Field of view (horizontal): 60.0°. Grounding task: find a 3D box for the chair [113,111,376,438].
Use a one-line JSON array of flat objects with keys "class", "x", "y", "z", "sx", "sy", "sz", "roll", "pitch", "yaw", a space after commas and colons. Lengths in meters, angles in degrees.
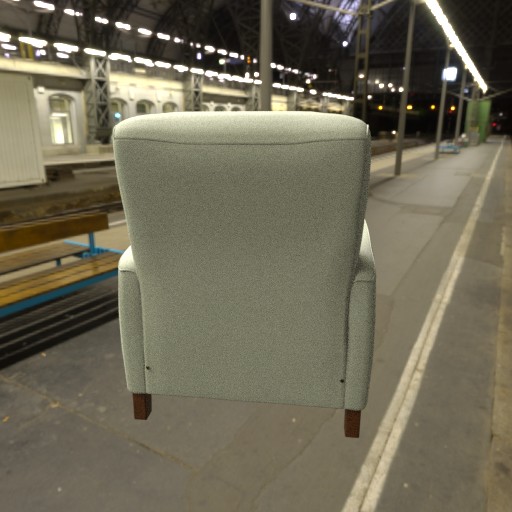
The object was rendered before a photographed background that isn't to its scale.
[{"class": "chair", "x": 0.000, "y": 0.000, "z": 1.659, "sx": 0.853, "sy": 1.007, "sz": 0.846, "roll": 2, "pitch": 16, "yaw": 7}]
